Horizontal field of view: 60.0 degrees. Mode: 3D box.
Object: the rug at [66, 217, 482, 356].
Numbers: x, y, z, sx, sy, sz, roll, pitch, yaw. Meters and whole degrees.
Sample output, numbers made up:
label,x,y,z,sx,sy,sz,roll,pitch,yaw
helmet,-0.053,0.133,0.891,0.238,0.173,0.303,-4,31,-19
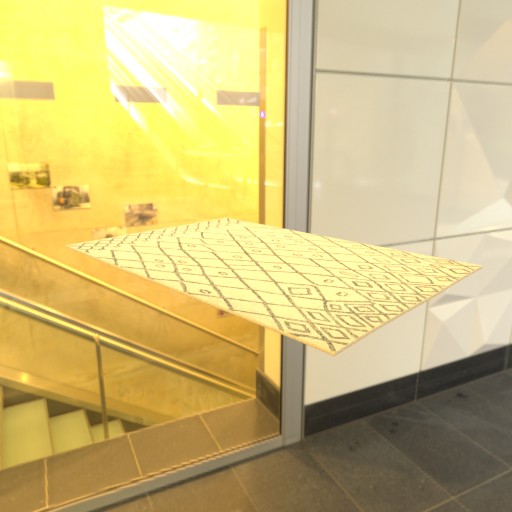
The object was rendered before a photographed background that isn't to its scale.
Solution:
label,x,y,z,sx,sy,sz,roll,pitch,yaw
rug,0.000,0.000,2.305,1.828,0.015,1.222,14,21,43
